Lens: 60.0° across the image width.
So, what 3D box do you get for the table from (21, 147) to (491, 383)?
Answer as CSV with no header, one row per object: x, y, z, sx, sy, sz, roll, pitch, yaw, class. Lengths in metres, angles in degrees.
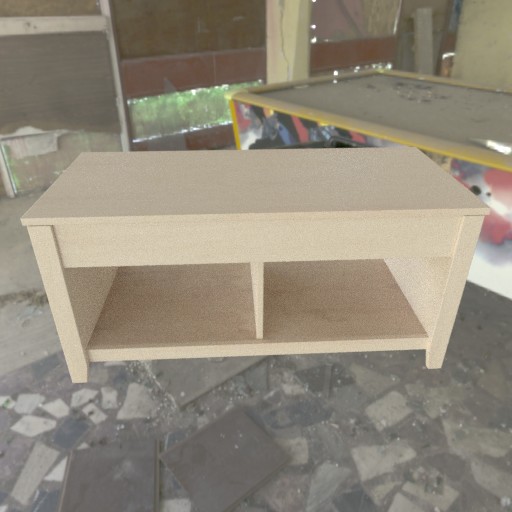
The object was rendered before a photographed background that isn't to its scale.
0.000,0.000,1.273,1.016,0.483,0.457,-2,30,-3,table
